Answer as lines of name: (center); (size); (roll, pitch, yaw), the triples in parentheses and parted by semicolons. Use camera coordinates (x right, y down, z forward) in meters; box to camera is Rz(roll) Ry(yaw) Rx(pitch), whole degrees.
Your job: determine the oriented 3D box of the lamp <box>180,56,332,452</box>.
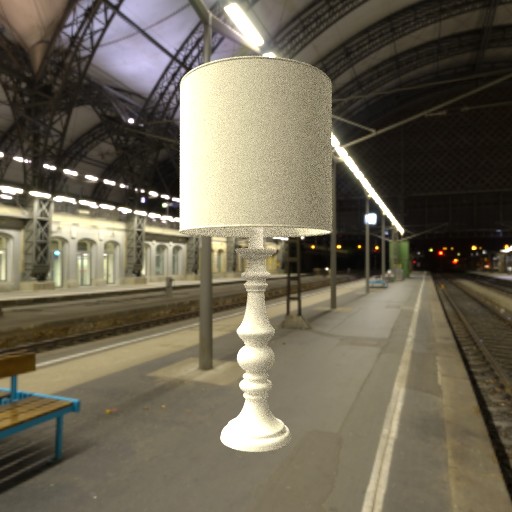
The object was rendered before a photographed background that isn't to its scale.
lamp: (0.000, 0.000, 0.736); (0.250, 0.597, 0.250); (0, -1, 0)
